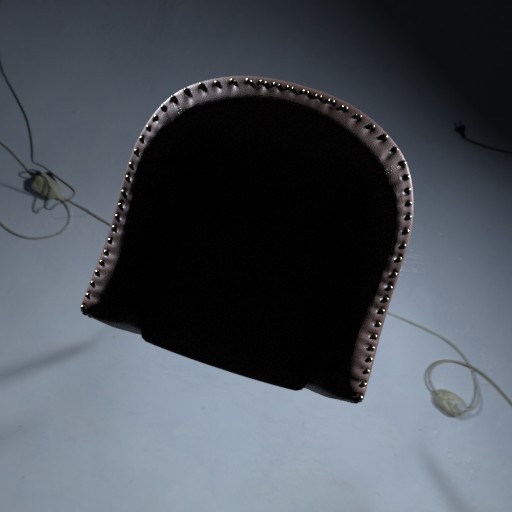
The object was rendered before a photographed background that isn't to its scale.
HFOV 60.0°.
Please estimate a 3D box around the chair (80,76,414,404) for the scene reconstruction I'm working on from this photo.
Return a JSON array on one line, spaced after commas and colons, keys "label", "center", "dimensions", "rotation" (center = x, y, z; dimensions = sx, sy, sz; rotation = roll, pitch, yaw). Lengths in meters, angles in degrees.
[{"label": "chair", "center": [0.000, 0.000, 1.444], "dimensions": [0.794, 0.823, 0.748], "rotation": [17, 76, 4]}]
